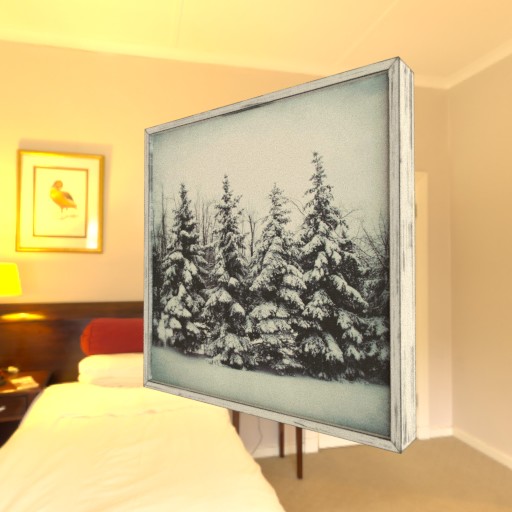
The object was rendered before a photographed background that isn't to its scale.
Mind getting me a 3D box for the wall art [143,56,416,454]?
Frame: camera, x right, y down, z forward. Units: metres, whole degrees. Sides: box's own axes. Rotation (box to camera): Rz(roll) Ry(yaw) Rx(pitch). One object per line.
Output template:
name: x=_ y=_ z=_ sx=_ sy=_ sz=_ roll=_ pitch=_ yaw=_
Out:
wall art: x=0.000 y=0.000 z=0.444 sx=0.303 sy=0.303 sz=0.036 roll=-1 pitch=-1 yaw=37
